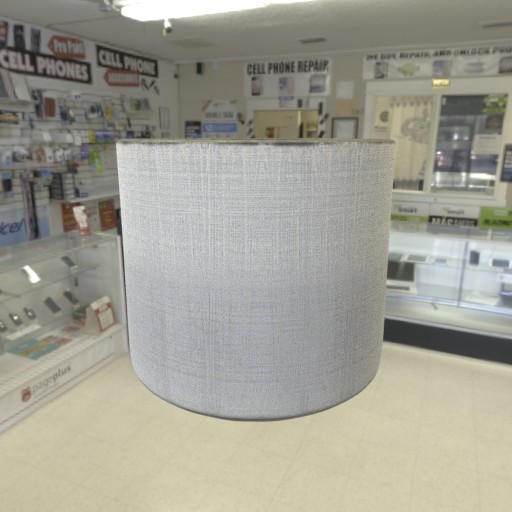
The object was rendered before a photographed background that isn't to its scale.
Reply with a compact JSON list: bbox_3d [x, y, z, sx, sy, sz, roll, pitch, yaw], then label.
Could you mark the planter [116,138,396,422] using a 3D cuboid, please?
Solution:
[{"bbox_3d":[0.000,0.000,0.392,0.226,0.201,0.226,0,15,0],"label":"planter"}]
